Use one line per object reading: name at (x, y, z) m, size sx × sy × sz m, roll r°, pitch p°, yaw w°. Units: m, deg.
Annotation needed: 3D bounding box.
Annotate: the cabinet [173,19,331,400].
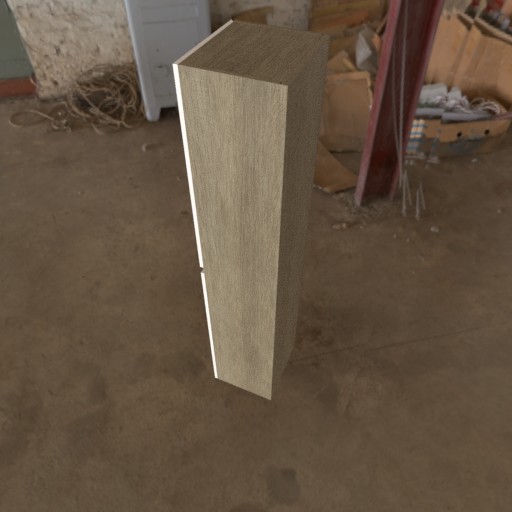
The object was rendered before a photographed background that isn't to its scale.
cabinet at (0.000, 0.000, 1.538) m, size 0.270 × 1.400 × 0.300 m, roll 17°, pitch 49°, yaw 16°
